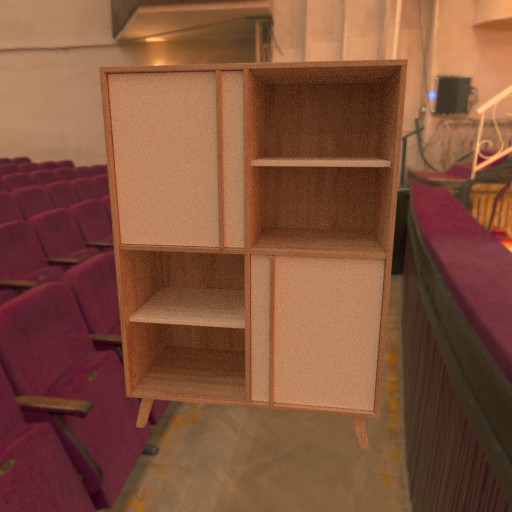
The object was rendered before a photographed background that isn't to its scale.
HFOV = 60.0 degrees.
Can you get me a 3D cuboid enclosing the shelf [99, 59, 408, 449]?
[{"bbox_3d":[0.000,0.000,1.805,1.000,1.390,0.450,2,15,8],"label":"shelf"}]
